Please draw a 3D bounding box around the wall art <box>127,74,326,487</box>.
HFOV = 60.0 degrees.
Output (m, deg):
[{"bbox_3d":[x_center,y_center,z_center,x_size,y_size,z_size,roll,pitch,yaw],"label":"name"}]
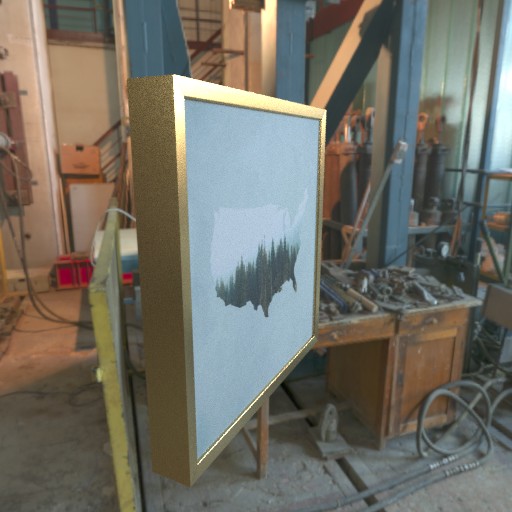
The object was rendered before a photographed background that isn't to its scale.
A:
[{"bbox_3d":[0.000,0.000,0.453,0.038,0.304,0.304,7,15,26],"label":"wall art"}]
